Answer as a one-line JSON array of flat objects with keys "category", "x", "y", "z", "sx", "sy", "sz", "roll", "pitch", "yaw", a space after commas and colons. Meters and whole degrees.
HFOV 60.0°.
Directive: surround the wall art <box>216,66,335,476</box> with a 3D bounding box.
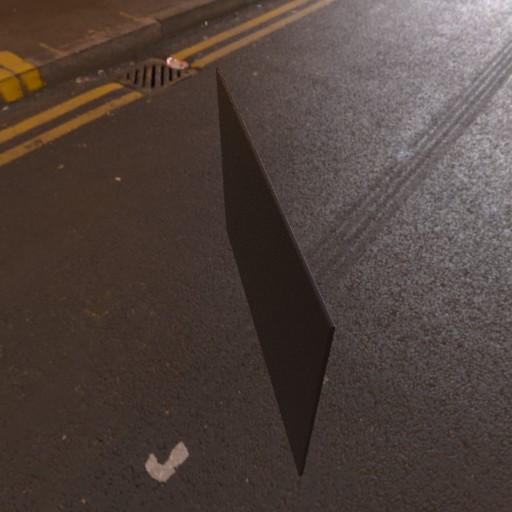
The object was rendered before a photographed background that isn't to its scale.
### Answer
[{"category": "wall art", "x": 0.000, "y": 0.000, "z": 1.517, "sx": 0.013, "sy": 0.811, "sz": 1.192, "roll": -10, "pitch": 47, "yaw": -10}]
